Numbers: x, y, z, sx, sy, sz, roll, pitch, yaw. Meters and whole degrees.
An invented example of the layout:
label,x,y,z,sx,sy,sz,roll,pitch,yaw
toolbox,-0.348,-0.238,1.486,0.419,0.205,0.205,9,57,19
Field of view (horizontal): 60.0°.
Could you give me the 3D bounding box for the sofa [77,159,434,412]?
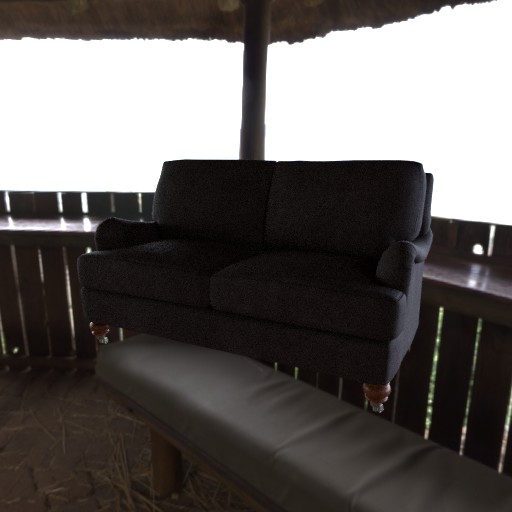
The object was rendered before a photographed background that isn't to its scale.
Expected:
label,x,y,z,sx,sy,sz,roll,pitch,yaw
sofa,0.000,0.000,2.592,1.853,1.101,1.084,6,14,26
